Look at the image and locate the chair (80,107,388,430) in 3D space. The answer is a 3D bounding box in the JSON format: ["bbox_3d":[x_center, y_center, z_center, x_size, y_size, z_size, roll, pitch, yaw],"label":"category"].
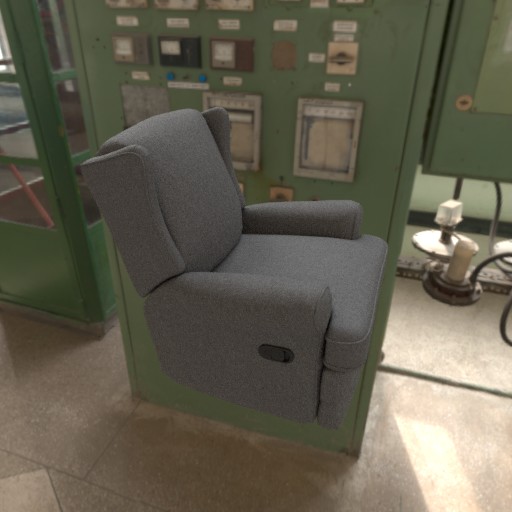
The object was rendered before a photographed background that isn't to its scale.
[{"bbox_3d":[0.000,0.000,1.741,0.969,1.011,0.847,10,31,17],"label":"chair"}]
